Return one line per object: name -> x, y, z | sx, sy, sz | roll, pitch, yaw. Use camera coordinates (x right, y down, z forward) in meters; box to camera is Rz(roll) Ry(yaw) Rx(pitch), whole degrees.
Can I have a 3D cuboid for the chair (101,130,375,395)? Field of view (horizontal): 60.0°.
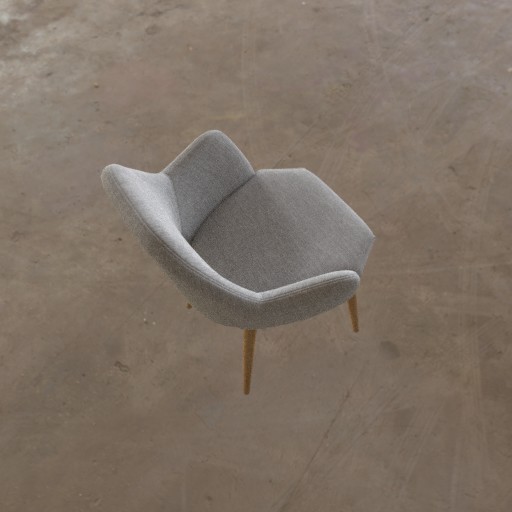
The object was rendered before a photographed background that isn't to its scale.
chair -> 0.000, 0.000, 1.243 | 0.610, 0.840, 0.590 | -29, 61, -18
